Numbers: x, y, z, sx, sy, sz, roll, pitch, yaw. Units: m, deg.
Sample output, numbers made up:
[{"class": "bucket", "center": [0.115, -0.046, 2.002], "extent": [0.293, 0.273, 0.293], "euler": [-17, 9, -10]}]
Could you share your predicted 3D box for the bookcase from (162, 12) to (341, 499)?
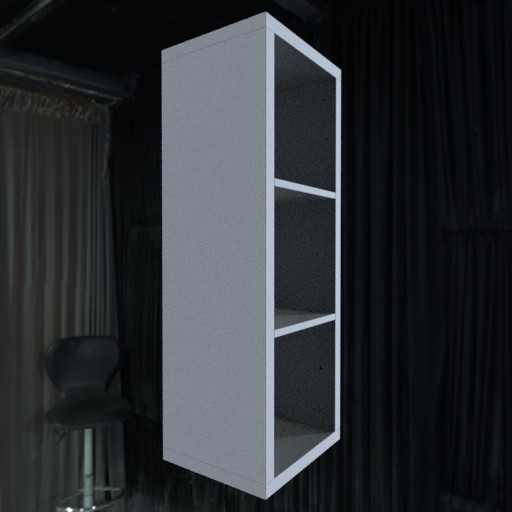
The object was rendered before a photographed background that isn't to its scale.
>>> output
[{"class": "bookcase", "center": [0.000, 0.000, 1.234], "extent": [0.330, 1.080, 0.390], "euler": [1, 1, 35]}]
